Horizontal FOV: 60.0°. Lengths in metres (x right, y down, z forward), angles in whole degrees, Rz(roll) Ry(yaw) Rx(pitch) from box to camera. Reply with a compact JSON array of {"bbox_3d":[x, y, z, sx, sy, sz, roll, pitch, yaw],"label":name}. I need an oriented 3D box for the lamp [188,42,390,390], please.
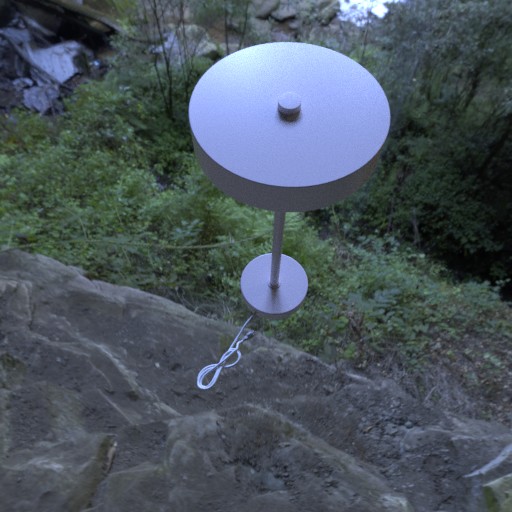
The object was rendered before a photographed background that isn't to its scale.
[{"bbox_3d":[0.000,0.000,0.691,0.229,0.508,0.369,29,65,15],"label":"lamp"}]
